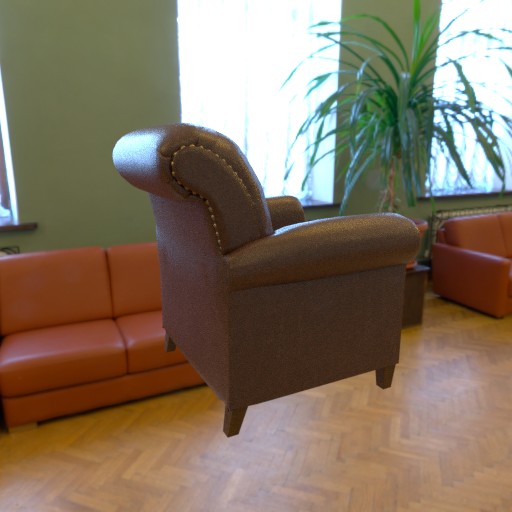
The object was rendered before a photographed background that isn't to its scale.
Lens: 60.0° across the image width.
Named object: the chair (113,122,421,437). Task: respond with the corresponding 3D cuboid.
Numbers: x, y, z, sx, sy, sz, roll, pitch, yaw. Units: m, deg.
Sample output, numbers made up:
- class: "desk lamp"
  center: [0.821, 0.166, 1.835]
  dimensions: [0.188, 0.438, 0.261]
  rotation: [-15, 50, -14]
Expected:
- class: "chair"
  center: [0.000, 0.000, 1.652]
  dimensions: [0.890, 0.927, 0.854]
  rotation: [-7, 15, -26]
